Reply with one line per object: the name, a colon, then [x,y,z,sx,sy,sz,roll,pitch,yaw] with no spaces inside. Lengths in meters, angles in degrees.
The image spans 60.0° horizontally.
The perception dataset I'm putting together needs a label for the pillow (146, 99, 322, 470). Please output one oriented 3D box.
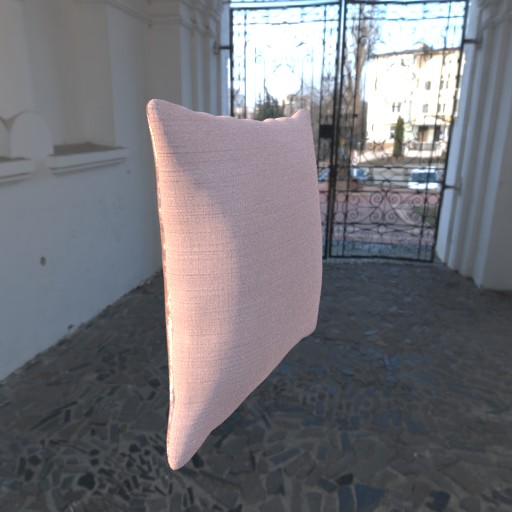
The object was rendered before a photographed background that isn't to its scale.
pillow: [0.000,0.000,0.712,0.175,0.464,0.470,8,19,26]
